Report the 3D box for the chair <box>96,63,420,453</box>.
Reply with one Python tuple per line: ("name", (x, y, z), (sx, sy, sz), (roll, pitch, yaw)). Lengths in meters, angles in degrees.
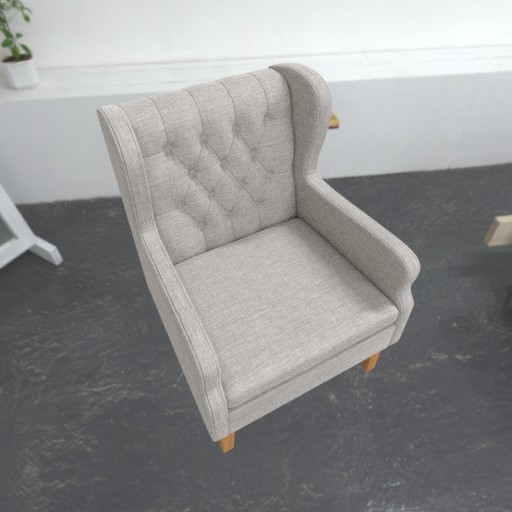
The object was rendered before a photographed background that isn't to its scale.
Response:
("chair", (0.000, 0.000, 1.441), (0.710, 0.930, 0.760), (-22, 51, -20))
